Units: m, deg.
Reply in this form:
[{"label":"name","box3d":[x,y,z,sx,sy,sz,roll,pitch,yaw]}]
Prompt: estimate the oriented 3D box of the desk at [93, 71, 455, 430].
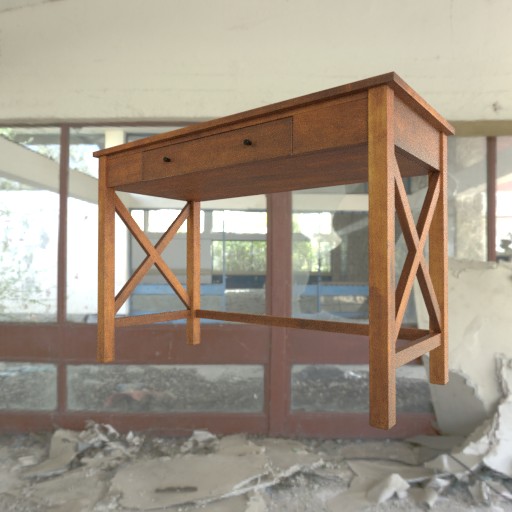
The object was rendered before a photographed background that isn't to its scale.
[{"label":"desk","box3d":[0.000,0.000,1.466,1.117,0.762,0.508,-1,-1,38]}]
